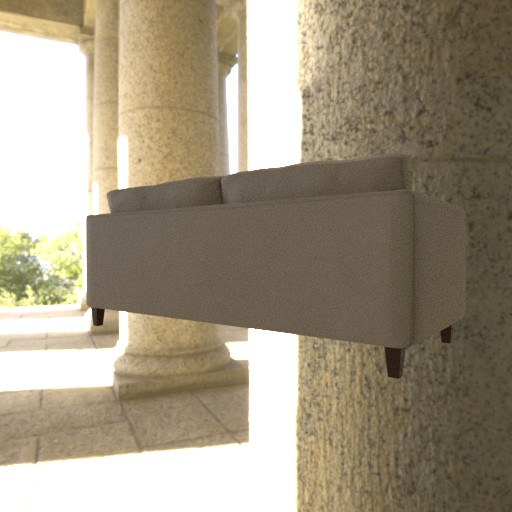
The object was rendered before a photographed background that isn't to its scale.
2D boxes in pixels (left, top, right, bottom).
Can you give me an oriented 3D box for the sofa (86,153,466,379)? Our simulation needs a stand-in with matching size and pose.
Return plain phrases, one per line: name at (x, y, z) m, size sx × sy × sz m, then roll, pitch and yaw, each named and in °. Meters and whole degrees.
sofa at (0.000, 0.000, 2.674) m, size 2.181 × 0.932 × 0.948 m, roll 1°, pitch 1°, yaw 37°
